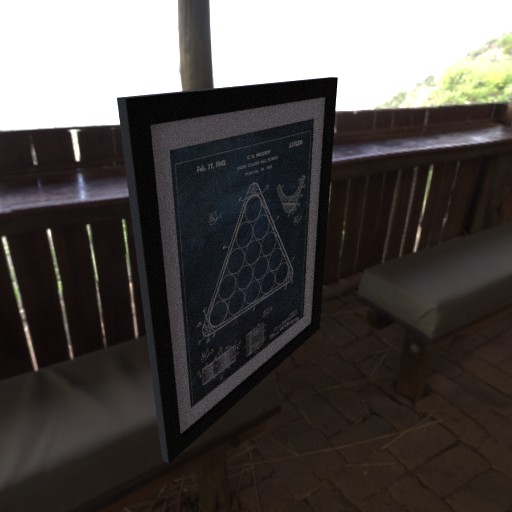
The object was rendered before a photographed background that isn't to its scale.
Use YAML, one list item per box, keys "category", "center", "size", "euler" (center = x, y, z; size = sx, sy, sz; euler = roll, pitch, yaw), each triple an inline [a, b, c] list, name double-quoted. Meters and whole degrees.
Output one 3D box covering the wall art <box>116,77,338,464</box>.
- category: "wall art"
  center: [0.000, 0.000, 0.500]
  size: [0.010, 0.361, 0.311]
  euler: [18, 31, 34]
